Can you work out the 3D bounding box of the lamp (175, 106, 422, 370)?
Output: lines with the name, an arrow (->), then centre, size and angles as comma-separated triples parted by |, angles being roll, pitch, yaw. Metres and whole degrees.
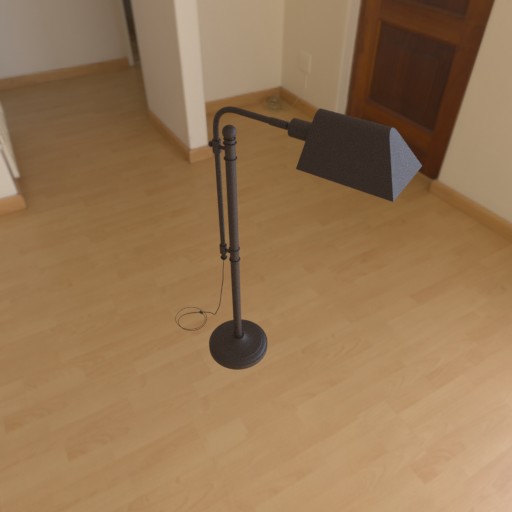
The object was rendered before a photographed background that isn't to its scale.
lamp -> 0.000, 0.000, 0.953 | 0.545, 0.708, 0.159 | 25, 47, 25
